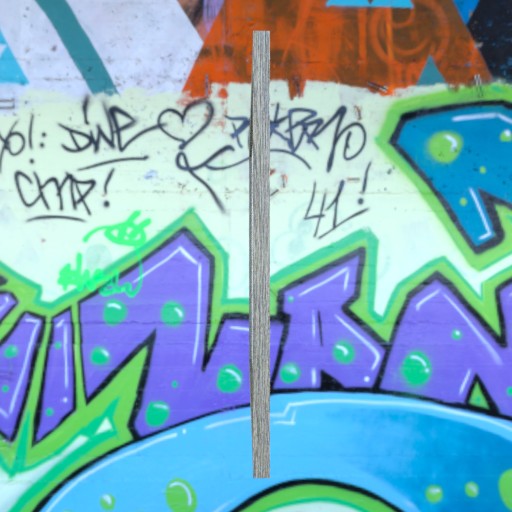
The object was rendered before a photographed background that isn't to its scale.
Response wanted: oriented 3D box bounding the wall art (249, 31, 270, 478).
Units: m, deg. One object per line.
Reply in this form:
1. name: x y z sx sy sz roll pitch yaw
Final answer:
1. wall art: 0.000 0.000 0.757 0.019 0.508 0.508 0 -1 -1
